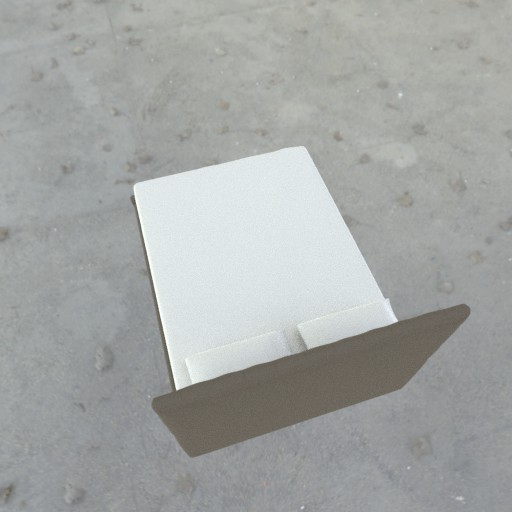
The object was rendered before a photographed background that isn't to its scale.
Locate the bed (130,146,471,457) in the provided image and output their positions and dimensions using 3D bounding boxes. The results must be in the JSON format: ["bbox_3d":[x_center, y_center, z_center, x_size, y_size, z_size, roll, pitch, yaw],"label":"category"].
[{"bbox_3d":[0.000,0.000,3.321,1.696,1.426,2.233,-15,59,-9],"label":"bed"}]
